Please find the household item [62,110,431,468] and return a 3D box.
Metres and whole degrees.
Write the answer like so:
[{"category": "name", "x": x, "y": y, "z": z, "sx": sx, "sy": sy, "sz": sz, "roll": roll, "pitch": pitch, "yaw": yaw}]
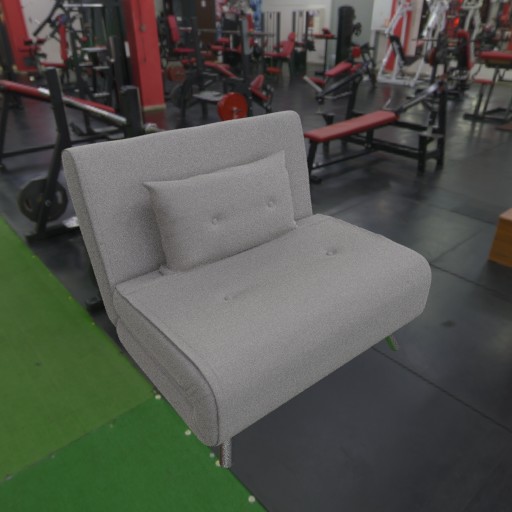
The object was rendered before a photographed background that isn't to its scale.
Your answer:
[{"category": "household item", "x": 0.000, "y": 0.000, "z": 1.612, "sx": 1.000, "sy": 0.800, "sz": 0.874, "roll": -21, "pitch": 36, "yaw": -33}]
